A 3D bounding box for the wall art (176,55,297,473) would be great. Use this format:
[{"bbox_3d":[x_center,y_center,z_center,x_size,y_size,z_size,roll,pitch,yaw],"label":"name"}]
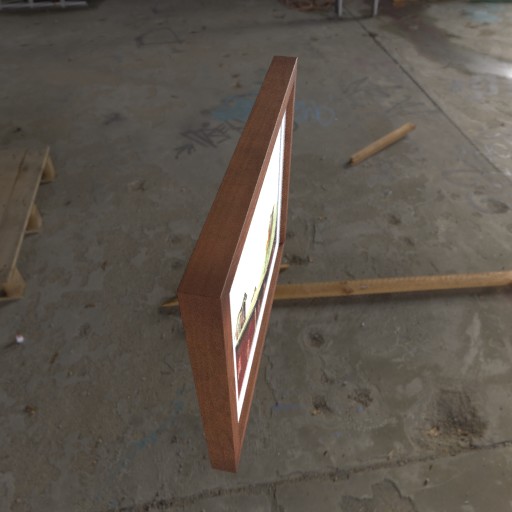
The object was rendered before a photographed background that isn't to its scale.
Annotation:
[{"bbox_3d":[0.000,0.000,0.547,0.030,0.328,0.401,8,46,8],"label":"wall art"}]
